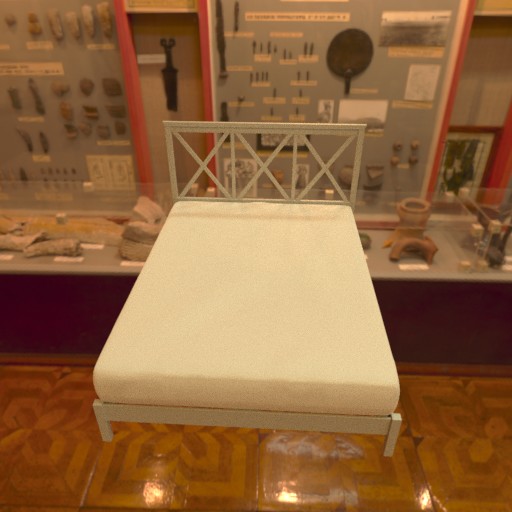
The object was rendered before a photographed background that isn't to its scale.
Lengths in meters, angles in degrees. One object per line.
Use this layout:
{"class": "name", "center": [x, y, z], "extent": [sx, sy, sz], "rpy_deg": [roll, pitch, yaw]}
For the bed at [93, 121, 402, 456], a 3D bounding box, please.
{"class": "bed", "center": [0.000, 0.000, 3.081], "extent": [1.673, 1.253, 2.135], "rpy_deg": [2, 32, 3]}
